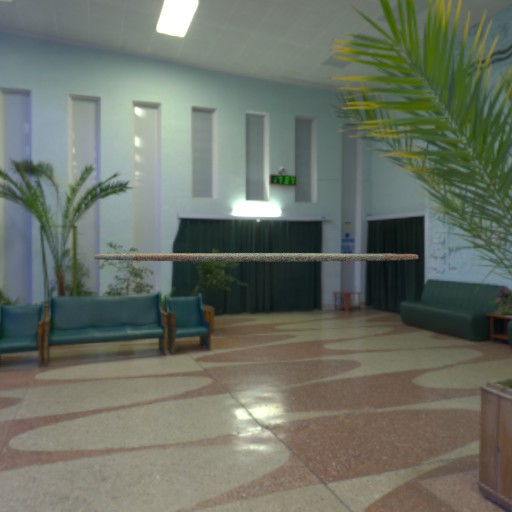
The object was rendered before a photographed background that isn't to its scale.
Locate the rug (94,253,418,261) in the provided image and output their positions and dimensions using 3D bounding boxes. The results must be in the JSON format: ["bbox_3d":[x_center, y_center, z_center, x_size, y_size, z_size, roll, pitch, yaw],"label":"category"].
[{"bbox_3d":[0.000,0.000,3.581,2.461,0.033,2.461,0,1,0],"label":"rug"}]
